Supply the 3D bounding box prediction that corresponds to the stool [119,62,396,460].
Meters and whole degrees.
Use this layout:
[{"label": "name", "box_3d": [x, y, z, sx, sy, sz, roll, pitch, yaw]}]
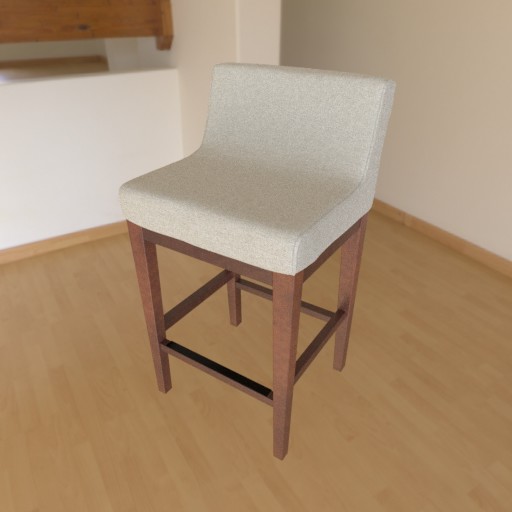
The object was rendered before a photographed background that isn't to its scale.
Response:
[{"label": "stool", "box_3d": [0.000, 0.000, 1.241, 0.511, 0.937, 0.500, 18, 35, 28]}]
